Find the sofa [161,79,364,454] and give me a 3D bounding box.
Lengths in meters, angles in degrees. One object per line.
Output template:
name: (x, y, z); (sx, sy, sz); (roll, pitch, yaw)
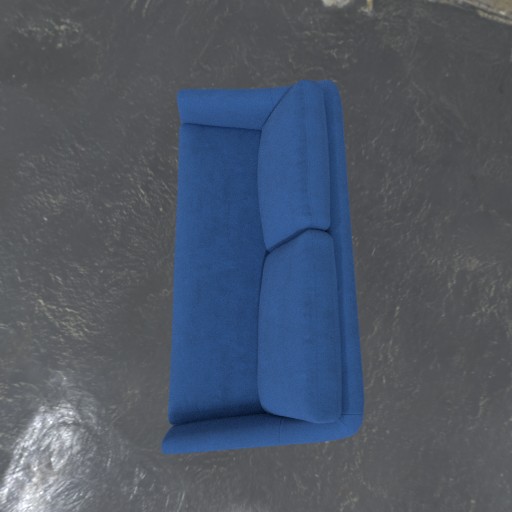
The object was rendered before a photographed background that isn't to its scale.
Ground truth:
sofa: (0.000, 0.000, 2.524); (0.960, 0.903, 2.036); (-1, 74, 0)
